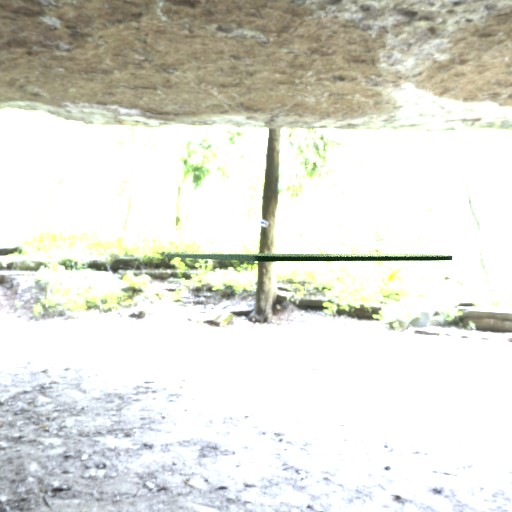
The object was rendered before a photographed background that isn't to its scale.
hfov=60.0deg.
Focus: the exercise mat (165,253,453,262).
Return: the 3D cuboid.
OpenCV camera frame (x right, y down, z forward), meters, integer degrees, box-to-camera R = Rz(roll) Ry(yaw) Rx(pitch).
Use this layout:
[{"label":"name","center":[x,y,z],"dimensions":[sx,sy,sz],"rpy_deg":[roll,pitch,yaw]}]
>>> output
[{"label":"exercise mat","center":[0.000,0.000,2.058],"dimensions":[0.616,0.021,1.869],"rpy_deg":[0,0,-19]}]
